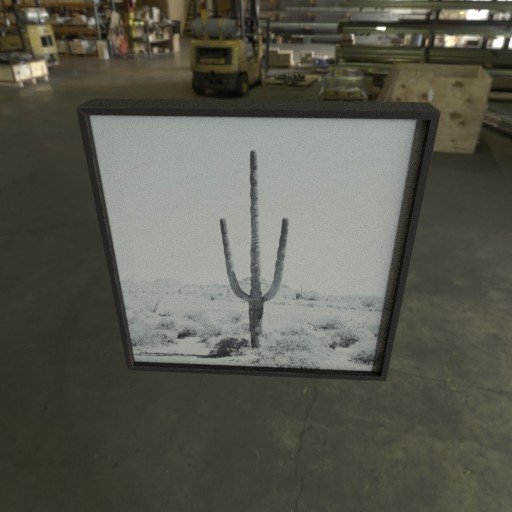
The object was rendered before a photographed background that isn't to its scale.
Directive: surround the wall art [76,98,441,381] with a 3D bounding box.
[{"bbox_3d":[0.000,0.000,0.462,0.305,0.305,0.038,2,30,3],"label":"wall art"}]
